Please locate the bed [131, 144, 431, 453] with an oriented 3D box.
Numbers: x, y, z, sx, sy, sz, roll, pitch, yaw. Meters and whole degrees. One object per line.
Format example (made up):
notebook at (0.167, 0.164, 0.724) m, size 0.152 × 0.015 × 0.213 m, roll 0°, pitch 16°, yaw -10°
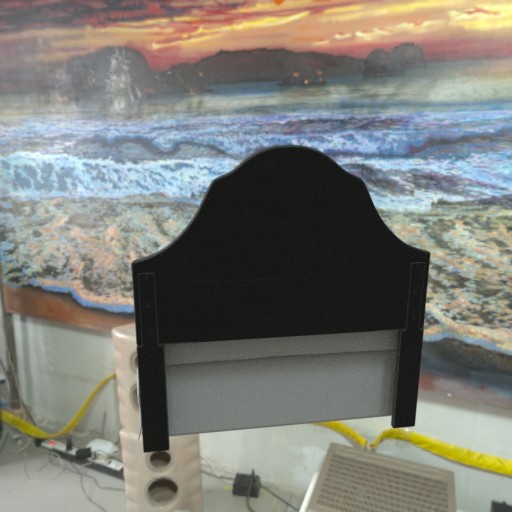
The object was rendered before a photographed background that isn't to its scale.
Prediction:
bed at (0.000, 0.000, 3.295) m, size 1.636 × 1.575 × 2.155 m, roll -2°, pitch 13°, yaw -8°
